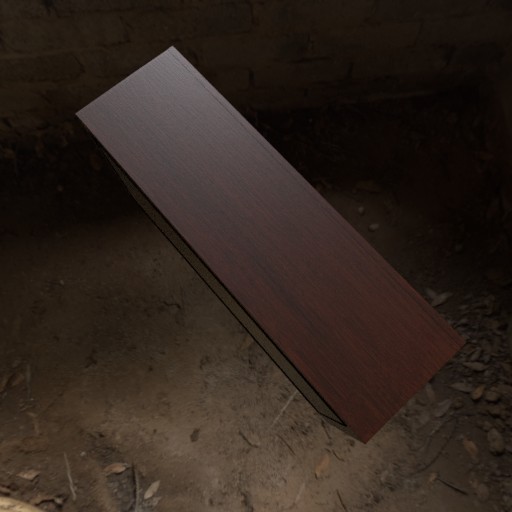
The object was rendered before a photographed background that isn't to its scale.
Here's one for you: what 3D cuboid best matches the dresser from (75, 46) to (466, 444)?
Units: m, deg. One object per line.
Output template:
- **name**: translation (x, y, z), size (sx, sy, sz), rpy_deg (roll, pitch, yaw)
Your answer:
- **dresser**: translation (0.000, 0.000, 2.093), size (0.499, 0.971, 1.609), rpy_deg (-40, 78, -10)
